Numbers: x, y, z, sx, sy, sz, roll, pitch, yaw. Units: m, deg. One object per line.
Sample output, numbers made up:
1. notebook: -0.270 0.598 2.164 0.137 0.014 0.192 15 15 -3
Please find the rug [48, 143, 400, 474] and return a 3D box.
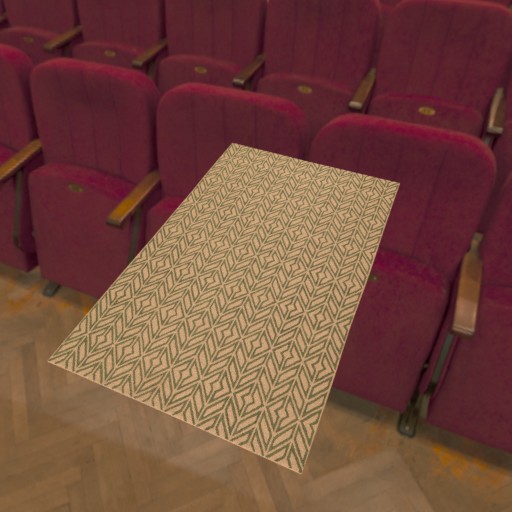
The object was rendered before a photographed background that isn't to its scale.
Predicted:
1. rug: 0.000 0.000 3.063 1.517 0.011 2.435 17 49 16
